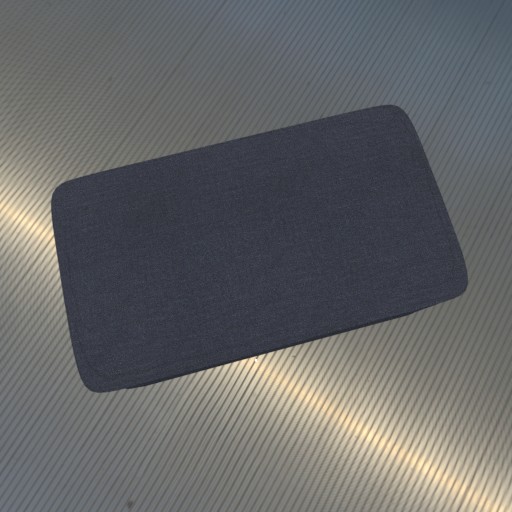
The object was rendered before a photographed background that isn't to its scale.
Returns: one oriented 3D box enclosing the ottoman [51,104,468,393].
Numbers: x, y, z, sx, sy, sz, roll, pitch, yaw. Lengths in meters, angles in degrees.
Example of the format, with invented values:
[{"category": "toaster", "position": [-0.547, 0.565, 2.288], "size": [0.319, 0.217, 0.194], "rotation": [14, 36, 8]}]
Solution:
[{"category": "ottoman", "position": [0.000, 0.000, 1.187], "size": [0.895, 0.453, 0.505], "rotation": [-14, 77, -3]}]
